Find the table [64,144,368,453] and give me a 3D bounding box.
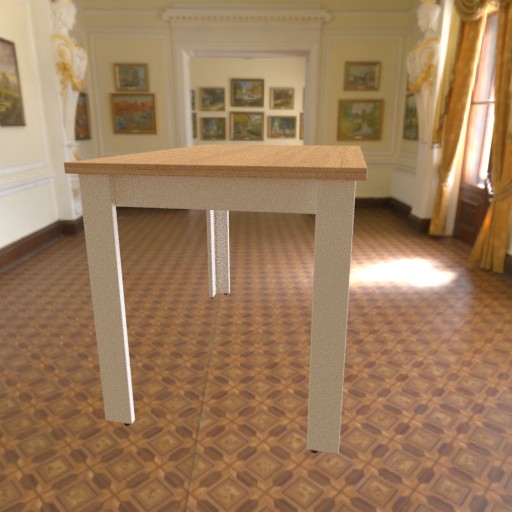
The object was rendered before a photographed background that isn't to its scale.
[{"bbox_3d":[0.000,0.000,1.599,0.700,0.734,1.100,3,17,11],"label":"table"}]
